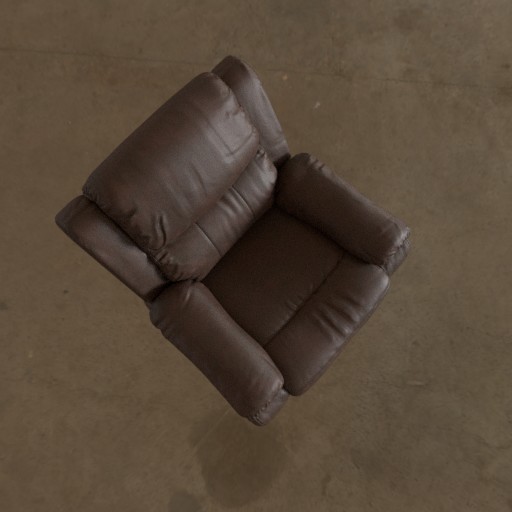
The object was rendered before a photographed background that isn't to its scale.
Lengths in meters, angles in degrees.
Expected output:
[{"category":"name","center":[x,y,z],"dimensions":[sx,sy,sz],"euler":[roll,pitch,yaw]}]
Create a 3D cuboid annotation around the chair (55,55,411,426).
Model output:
[{"category":"chair","center":[0.000,0.000,1.238],"dimensions":[0.707,0.702,0.680],"euler":[41,78,10]}]
